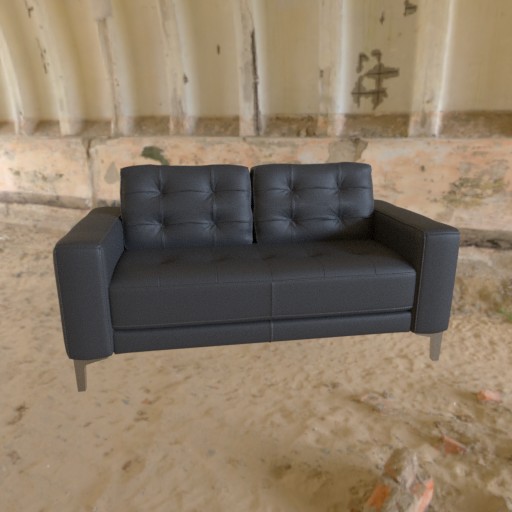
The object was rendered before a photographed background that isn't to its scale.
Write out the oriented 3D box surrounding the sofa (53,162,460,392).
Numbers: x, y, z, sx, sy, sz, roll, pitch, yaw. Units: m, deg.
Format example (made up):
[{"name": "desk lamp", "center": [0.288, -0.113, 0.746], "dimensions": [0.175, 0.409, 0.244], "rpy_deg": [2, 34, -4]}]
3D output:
[{"name": "sofa", "center": [0.000, 0.000, 2.232], "dimensions": [1.726, 0.893, 0.833], "rpy_deg": [-3, 17, -9]}]
